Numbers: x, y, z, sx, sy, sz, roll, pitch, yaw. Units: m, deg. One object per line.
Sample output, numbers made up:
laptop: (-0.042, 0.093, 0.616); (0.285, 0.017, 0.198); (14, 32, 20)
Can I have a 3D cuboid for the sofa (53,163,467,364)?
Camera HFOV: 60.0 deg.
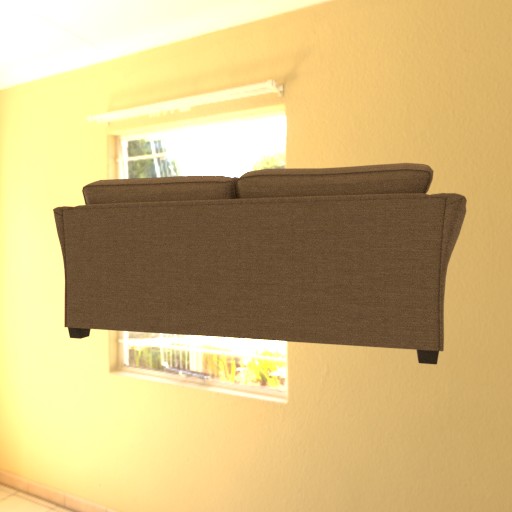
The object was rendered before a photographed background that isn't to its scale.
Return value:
sofa: (0.000, 0.000, 2.749); (2.270, 0.965, 0.980); (0, 1, 17)
